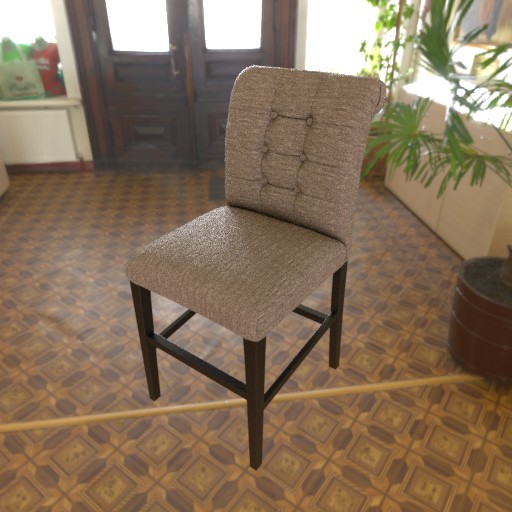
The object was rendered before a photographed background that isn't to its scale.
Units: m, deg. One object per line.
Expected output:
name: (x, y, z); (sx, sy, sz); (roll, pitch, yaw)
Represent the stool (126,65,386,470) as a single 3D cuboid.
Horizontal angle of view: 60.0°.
stool: (0.000, 0.000, 1.313); (0.457, 0.970, 0.611); (20, 36, 31)
